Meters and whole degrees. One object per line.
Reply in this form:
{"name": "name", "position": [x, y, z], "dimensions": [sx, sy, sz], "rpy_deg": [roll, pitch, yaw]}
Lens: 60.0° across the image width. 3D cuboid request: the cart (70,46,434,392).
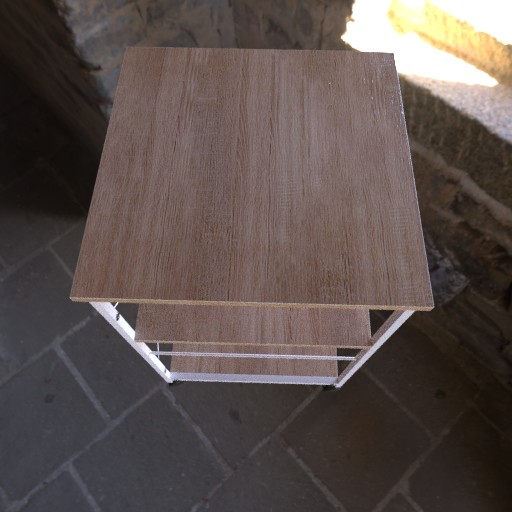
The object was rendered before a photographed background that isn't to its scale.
{"name": "cart", "position": [0.000, 0.000, 1.087], "dimensions": [0.520, 0.762, 0.521], "rpy_deg": [1, 64, 1]}
